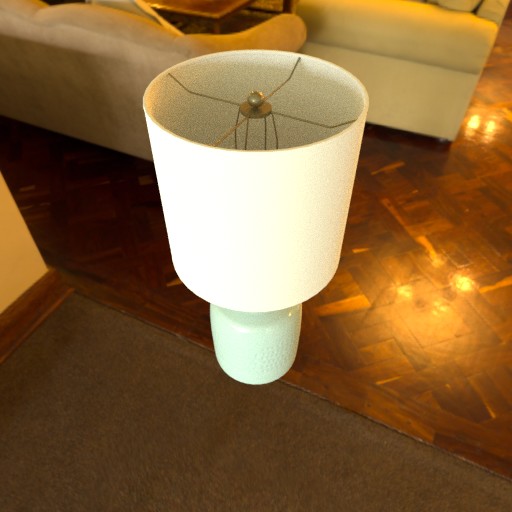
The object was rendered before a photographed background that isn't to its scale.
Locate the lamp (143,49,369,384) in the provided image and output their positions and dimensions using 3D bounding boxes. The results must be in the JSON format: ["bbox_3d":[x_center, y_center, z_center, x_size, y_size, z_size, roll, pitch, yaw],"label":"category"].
[{"bbox_3d":[0.000,0.000,1.138,0.418,0.871,0.418,-17,48,-16],"label":"lamp"}]
